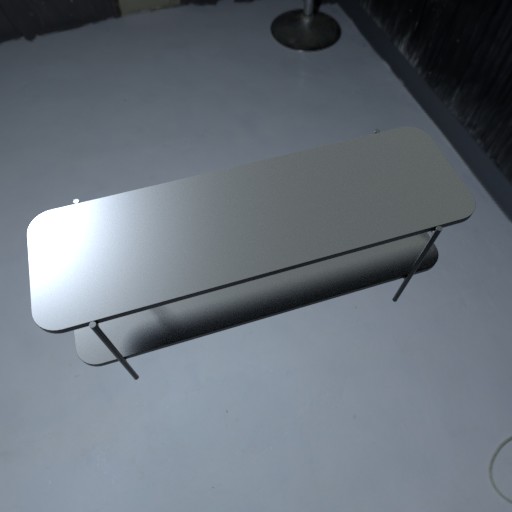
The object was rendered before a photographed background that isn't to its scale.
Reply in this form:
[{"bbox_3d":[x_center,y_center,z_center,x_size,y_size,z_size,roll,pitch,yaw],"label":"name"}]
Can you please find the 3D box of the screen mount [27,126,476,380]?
[{"bbox_3d":[0.000,0.000,1.401,1.200,0.447,0.400,-15,60,-9],"label":"screen mount"}]
